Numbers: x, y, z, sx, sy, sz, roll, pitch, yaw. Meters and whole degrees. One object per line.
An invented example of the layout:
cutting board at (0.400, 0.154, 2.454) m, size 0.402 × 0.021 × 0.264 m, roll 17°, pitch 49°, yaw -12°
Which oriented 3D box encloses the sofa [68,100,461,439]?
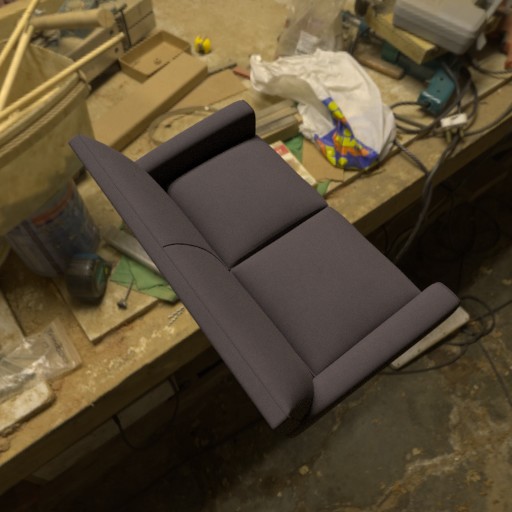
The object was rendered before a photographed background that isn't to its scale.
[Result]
sofa at (0.000, 0.000, 1.954) m, size 0.871 × 0.846 × 1.420 m, roll -32°, pitch 64°, yaw -18°
